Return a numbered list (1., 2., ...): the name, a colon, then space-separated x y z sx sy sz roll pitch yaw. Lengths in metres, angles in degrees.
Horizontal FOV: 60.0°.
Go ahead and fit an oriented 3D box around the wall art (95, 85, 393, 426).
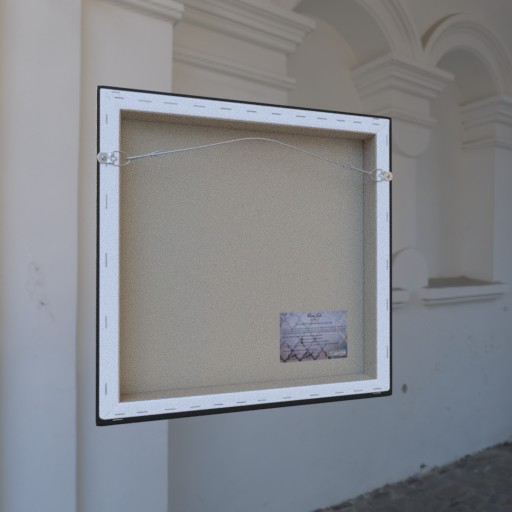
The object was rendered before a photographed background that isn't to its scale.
1. wall art: 0.000 0.000 0.599 0.406 0.407 0.041 0 0 -17
